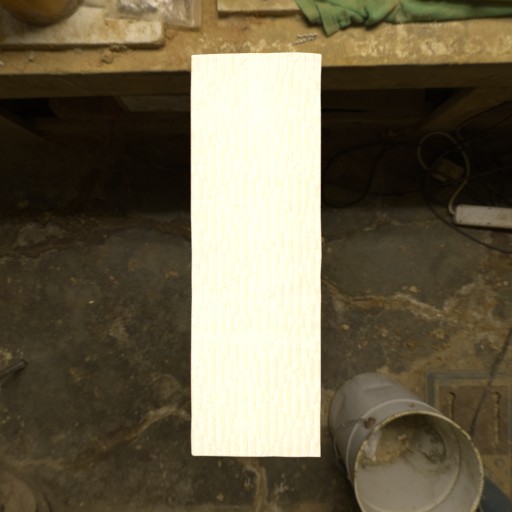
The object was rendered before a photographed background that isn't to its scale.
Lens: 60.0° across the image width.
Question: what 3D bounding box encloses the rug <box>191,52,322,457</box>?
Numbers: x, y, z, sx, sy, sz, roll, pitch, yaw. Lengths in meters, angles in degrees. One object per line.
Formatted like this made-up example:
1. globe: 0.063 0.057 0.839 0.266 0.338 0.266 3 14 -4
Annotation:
1. rug: 0.000 0.000 2.688 0.793 0.014 2.450 0 91 0
